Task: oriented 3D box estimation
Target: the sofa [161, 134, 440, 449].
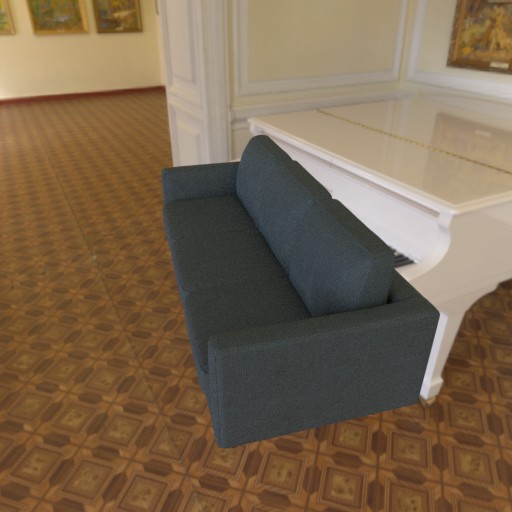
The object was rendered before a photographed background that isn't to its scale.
[{"bbox_3d":[0.000,0.000,2.562,0.935,0.945,2.013,-8,31,-13],"label":"sofa"}]
